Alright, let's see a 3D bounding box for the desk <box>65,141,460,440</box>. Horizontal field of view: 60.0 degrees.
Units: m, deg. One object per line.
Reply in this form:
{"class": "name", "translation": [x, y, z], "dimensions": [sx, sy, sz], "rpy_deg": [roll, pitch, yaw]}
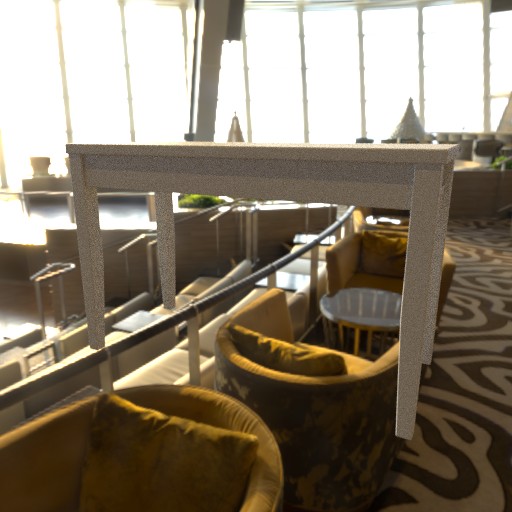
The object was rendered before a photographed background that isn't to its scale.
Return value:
{"class": "desk", "translation": [0.000, 0.000, 1.580], "dimensions": [1.220, 0.775, 0.508], "rpy_deg": [8, 17, 26]}
